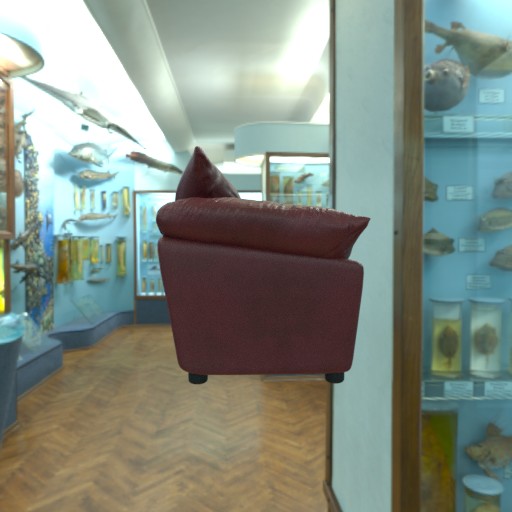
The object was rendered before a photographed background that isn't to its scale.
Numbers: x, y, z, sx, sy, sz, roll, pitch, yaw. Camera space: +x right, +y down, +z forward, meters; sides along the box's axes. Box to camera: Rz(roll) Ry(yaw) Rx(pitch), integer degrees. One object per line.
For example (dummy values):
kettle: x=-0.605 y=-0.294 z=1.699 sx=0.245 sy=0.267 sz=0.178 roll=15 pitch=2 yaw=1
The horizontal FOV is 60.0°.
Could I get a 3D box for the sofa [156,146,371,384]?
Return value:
sofa: x=0.000 y=0.000 z=2.949 sx=0.907 sy=1.091 sz=2.390 roll=0 pitch=1 yaw=-1
